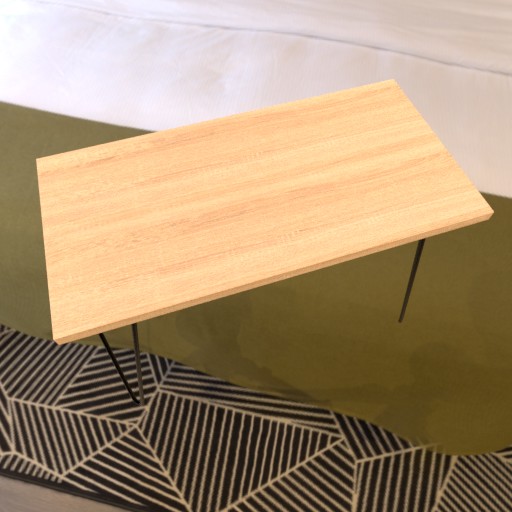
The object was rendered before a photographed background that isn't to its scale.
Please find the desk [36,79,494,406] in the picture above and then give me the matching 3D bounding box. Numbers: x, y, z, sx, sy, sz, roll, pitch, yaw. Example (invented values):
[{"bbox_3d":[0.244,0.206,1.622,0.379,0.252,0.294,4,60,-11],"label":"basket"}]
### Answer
[{"bbox_3d":[0.000,0.000,1.345,0.991,0.660,0.499,-16,60,-9],"label":"desk"}]
